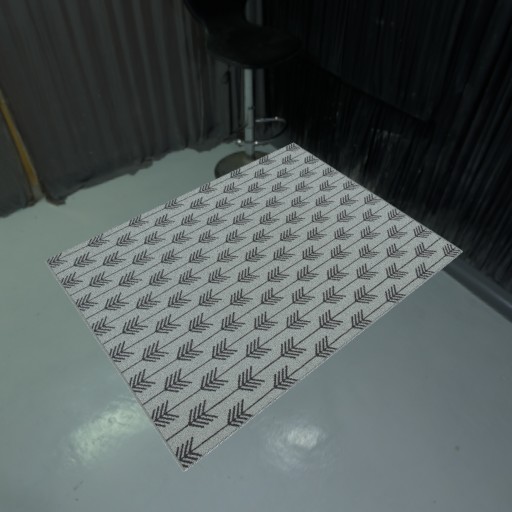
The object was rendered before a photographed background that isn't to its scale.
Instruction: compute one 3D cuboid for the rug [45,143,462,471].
[{"bbox_3d":[0.000,0.000,4.066,3.061,0.010,2.330,-31,54,-25],"label":"rug"}]
